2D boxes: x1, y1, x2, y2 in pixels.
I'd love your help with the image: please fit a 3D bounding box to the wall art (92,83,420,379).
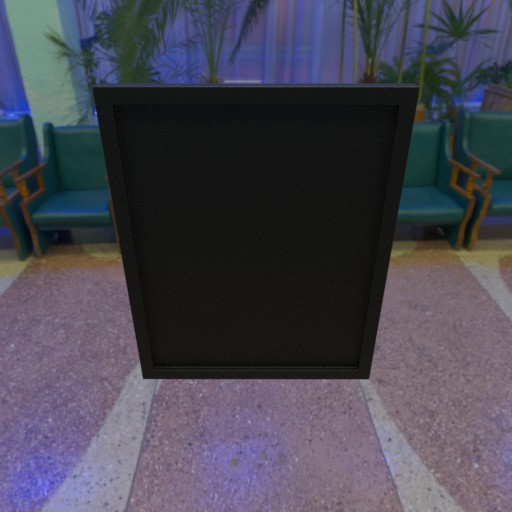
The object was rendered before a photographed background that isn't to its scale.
[{"bbox_3d":[0.000,0.000,0.767,0.457,0.559,0.028,0,30,0],"label":"wall art"}]
